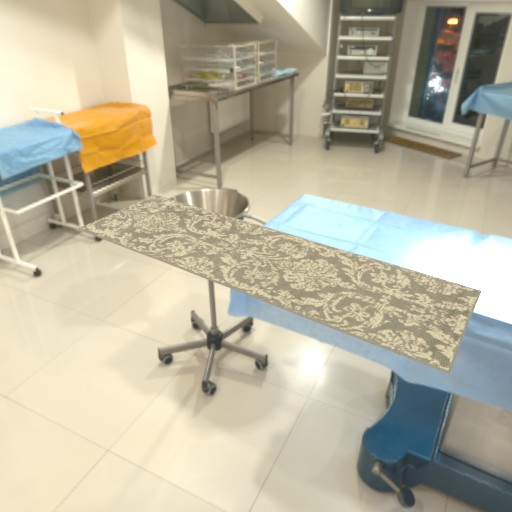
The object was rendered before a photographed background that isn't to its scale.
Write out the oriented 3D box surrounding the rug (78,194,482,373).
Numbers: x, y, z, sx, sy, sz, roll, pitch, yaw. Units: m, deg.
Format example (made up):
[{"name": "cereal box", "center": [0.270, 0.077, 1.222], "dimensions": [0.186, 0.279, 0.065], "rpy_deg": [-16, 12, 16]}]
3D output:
[{"name": "rug", "center": [0.000, 0.000, 2.438], "dimensions": [2.196, 0.011, 0.662], "rpy_deg": [18, 35, 29]}]
